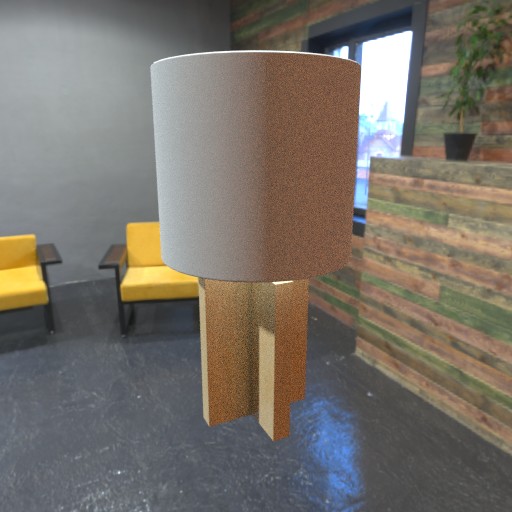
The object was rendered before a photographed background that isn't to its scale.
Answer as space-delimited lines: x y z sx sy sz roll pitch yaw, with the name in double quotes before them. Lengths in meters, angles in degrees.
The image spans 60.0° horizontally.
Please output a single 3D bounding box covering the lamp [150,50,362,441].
"lamp" 0.000 0.000 0.547 0.229 0.428 0.229 -7 17 -25
